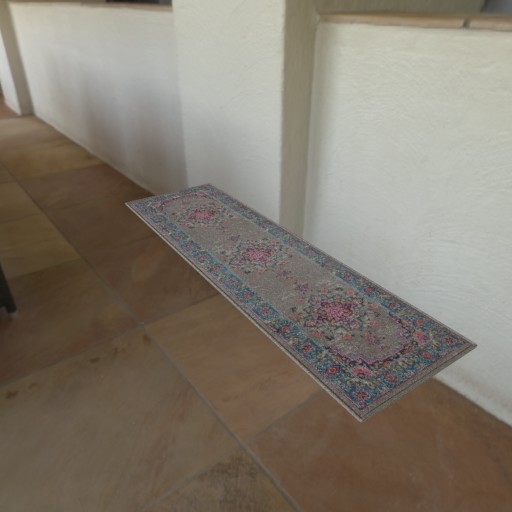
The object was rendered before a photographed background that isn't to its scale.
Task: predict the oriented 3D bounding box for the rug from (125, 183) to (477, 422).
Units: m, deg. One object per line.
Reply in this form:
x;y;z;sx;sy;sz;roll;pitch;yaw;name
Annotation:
0.000;0.000;1.999;0.553;0.012;1.827;-19;35;-29;rug
